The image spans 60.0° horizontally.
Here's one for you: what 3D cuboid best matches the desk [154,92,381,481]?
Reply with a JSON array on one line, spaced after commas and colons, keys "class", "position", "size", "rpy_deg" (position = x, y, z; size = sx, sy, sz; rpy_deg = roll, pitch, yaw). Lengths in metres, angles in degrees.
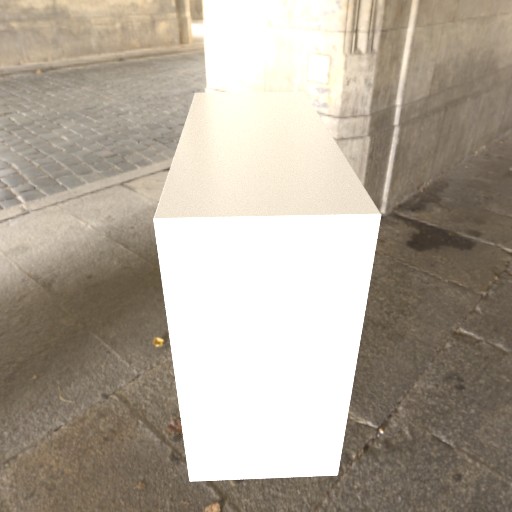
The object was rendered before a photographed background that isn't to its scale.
[{"class": "desk", "position": [0.000, 0.000, 1.411], "size": [0.400, 0.790, 1.000], "rpy_deg": [-1, 32, -2]}]
